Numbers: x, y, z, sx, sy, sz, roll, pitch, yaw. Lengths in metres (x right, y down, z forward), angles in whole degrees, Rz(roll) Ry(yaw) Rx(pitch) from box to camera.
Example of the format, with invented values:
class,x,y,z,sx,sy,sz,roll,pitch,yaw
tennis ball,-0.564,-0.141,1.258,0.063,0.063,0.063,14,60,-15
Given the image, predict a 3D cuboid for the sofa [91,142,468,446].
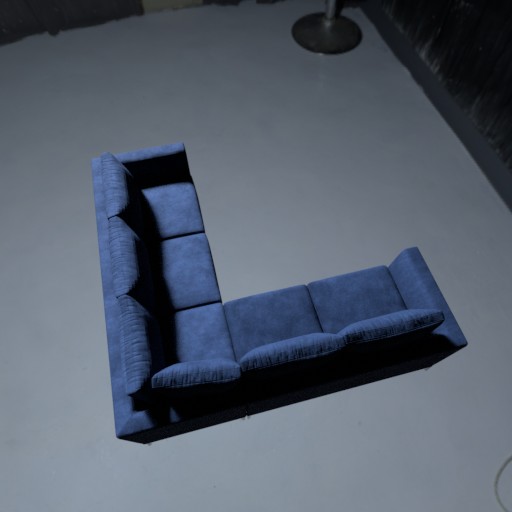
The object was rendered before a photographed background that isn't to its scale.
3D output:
class,x,y,z,sx,sy,sz,roll,pitch,yaw
sofa,0.000,0.000,3.790,2.472,0.988,2.463,-13,60,-7
